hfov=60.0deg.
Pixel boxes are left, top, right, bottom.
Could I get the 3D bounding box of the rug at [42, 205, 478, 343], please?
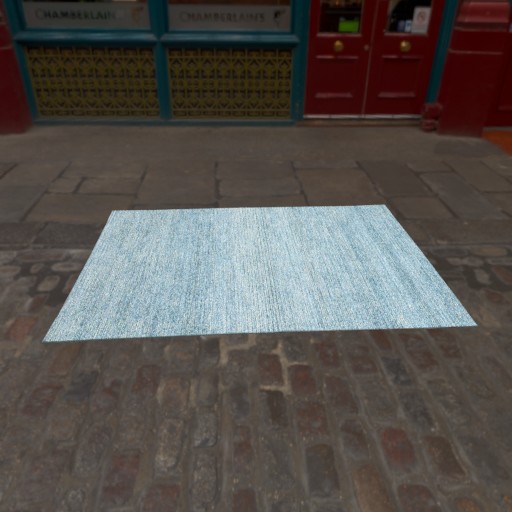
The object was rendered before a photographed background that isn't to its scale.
[{"bbox_3d":[0.000,0.000,2.966,2.260,0.026,1.611,-1,30,-3],"label":"rug"}]
